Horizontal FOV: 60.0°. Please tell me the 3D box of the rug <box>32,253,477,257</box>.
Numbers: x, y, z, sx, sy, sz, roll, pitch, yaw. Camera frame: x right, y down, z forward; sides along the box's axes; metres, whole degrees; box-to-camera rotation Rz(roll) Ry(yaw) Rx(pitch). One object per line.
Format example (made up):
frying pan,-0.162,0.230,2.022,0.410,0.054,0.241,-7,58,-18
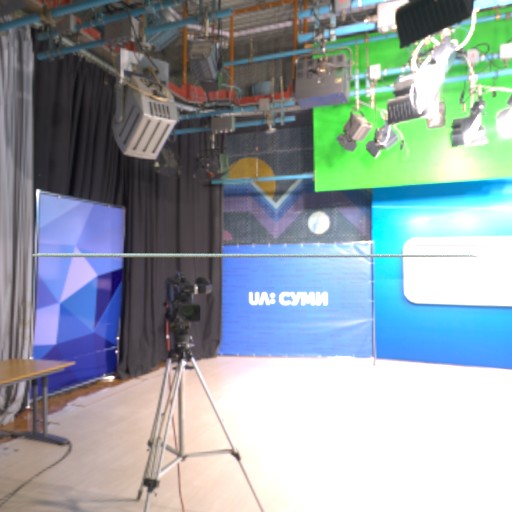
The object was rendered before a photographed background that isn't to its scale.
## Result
rug,0.000,0.000,1.442,1.219,0.007,0.604,0,0,-18
